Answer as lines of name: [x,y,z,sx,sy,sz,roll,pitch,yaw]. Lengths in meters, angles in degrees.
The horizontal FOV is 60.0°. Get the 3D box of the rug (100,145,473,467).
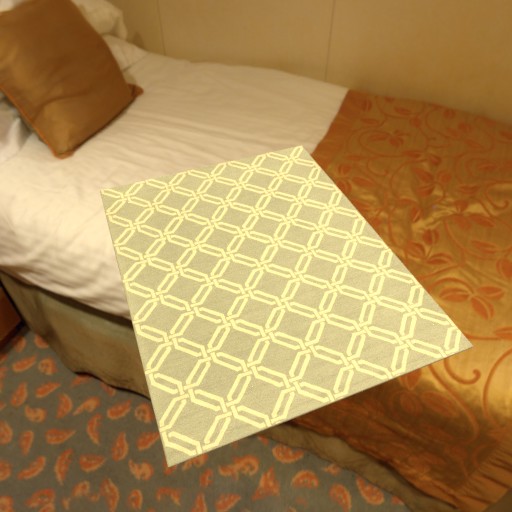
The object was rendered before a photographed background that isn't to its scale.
rug: [0.000,0.000,3.887,2.288,0.018,2.895,-16,48,-15]
